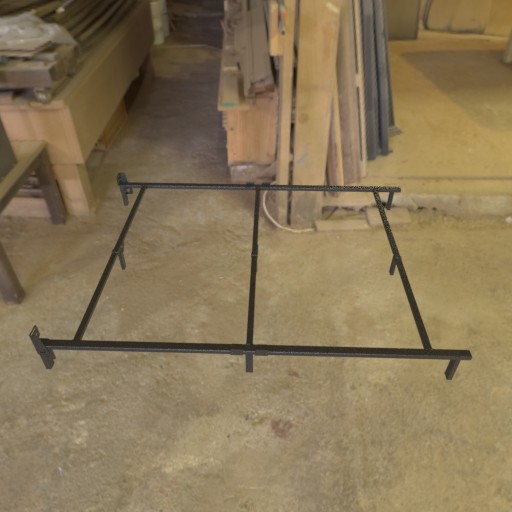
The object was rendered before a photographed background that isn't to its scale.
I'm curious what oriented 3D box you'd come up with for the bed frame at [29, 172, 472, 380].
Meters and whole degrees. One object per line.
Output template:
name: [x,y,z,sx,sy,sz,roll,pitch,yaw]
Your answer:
bed frame: [0.000,0.000,2.615,1.990,0.248,1.498,1,39,1]
